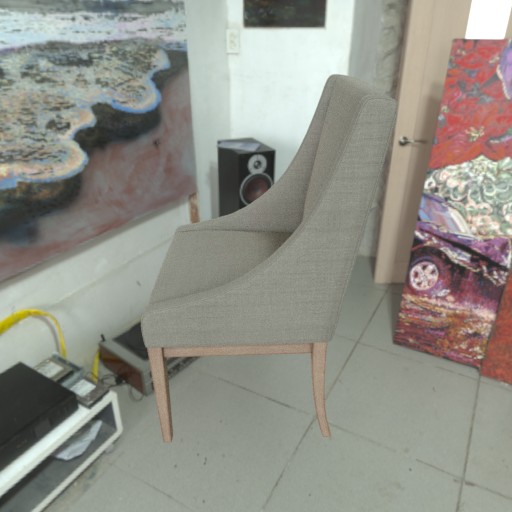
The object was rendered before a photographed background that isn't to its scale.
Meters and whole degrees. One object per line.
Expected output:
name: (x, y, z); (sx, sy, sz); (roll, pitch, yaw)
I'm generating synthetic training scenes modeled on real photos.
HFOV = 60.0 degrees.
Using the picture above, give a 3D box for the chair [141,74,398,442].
chair: (0.000, 0.000, 1.389); (0.611, 1.021, 0.575); (0, 27, 0)
